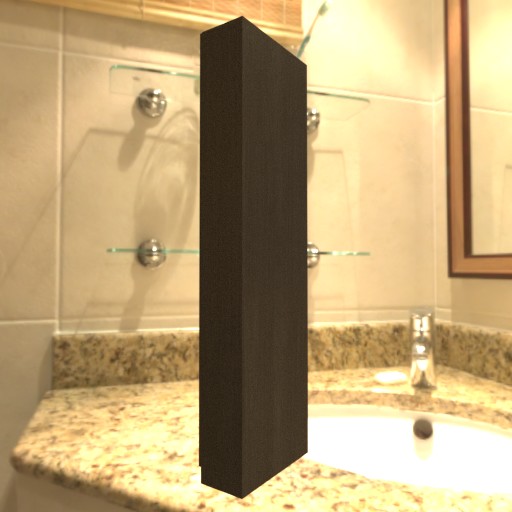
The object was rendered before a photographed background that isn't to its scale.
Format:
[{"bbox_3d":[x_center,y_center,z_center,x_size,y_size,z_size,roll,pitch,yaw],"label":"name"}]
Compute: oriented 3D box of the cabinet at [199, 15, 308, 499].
[{"bbox_3d":[0.000,0.000,1.910,0.230,1.790,0.500,-1,-2,35],"label":"cabinet"}]
